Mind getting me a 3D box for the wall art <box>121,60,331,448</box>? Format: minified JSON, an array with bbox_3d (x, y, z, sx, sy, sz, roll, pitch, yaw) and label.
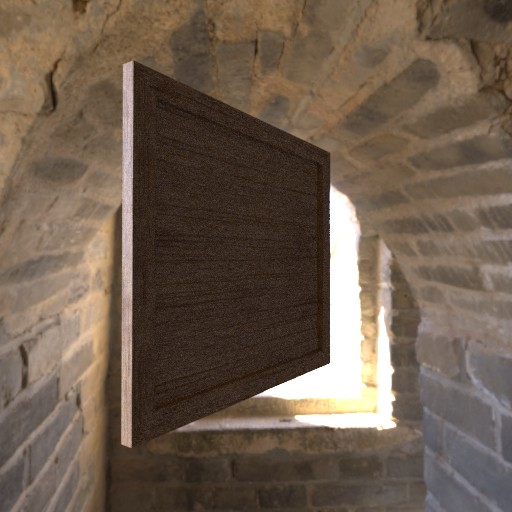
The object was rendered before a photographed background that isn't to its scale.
[{"bbox_3d":[0.000,0.000,0.961,0.026,0.588,0.690,-1,-1,35],"label":"wall art"}]
